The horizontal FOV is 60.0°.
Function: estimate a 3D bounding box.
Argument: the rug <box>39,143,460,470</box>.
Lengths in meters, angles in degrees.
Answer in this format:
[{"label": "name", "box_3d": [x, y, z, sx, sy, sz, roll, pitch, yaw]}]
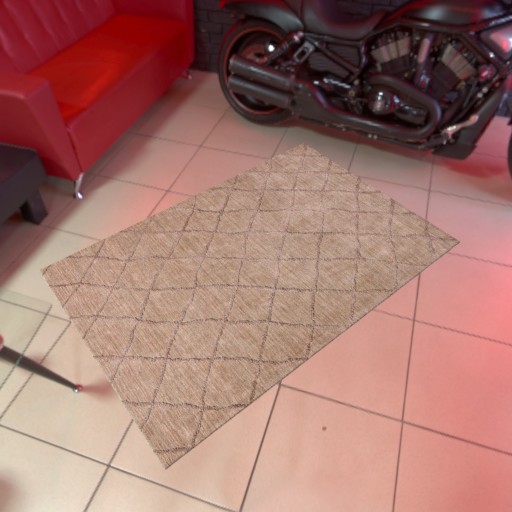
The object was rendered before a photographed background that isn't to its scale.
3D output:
[{"label": "rug", "box_3d": [0.000, 0.000, 2.876, 2.280, 0.015, 1.521, -31, 54, -25]}]
